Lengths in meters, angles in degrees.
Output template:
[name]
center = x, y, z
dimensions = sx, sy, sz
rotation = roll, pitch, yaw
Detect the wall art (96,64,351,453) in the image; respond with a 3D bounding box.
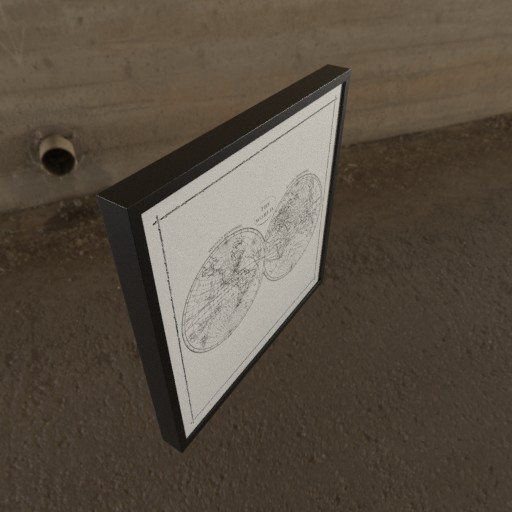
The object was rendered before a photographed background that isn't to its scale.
[wall art]
center = 0.000, 0.000, 0.487
dimensions = 0.029, 0.318, 0.327
rotation = 24, 46, 26
